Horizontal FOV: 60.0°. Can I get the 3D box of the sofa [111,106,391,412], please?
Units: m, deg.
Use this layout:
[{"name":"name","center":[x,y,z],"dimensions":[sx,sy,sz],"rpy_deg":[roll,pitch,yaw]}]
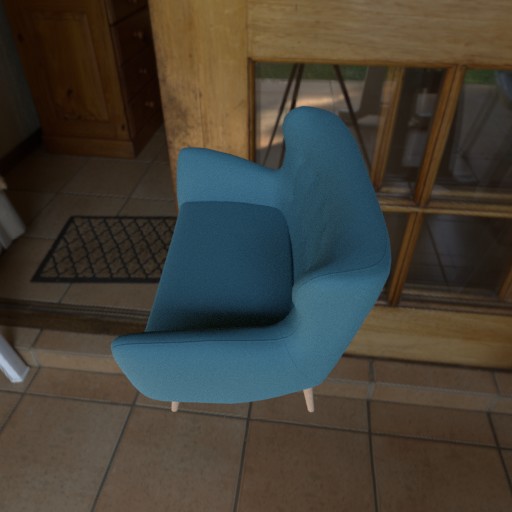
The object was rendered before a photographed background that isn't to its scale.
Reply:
[{"name":"sofa","center":[0.000,0.000,1.961],"dimensions":[0.889,0.889,1.397],"rpy_deg":[1,39,1]}]
